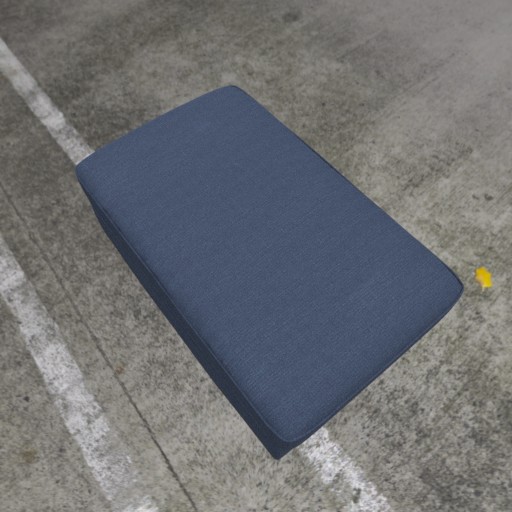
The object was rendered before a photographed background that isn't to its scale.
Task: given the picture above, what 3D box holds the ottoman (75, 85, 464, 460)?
[{"bbox_3d":[0.000,0.000,1.213,0.570,0.438,0.885,-35,66,-18],"label":"ottoman"}]
